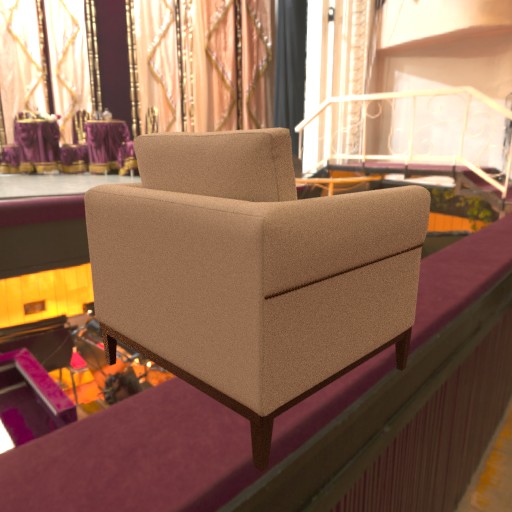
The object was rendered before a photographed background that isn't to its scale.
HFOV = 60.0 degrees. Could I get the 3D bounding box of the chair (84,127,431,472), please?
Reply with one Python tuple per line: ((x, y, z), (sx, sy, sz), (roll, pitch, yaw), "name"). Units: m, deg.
((0.000, 0.000, 1.698), (0.982, 0.915, 0.896), (13, 19, 43), "chair")
